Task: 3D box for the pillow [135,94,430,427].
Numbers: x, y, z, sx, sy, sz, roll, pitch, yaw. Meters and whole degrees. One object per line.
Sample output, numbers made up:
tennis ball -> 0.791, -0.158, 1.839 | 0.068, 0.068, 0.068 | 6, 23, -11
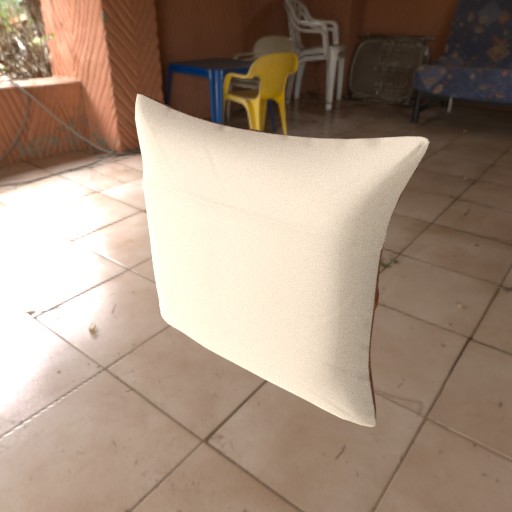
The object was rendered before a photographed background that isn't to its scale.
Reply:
pillow -> 0.000, 0.000, 0.748 | 0.501, 0.477, 0.192 | 20, 35, 32
